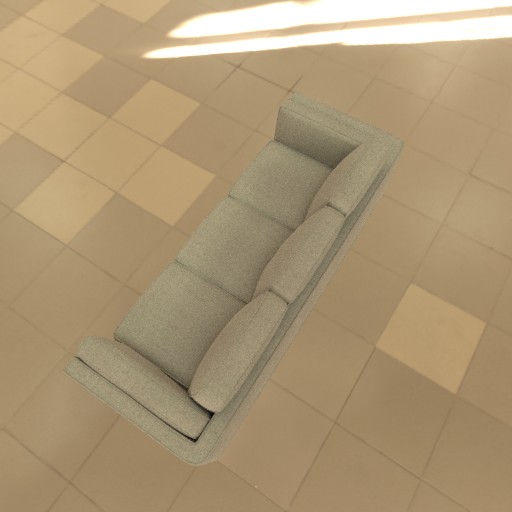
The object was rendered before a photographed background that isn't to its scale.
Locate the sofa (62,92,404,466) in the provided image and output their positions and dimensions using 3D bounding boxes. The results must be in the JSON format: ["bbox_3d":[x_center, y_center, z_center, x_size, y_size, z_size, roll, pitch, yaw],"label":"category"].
[{"bbox_3d":[0.000,0.000,2.795,0.903,0.899,2.362,30,66,14],"label":"sofa"}]
